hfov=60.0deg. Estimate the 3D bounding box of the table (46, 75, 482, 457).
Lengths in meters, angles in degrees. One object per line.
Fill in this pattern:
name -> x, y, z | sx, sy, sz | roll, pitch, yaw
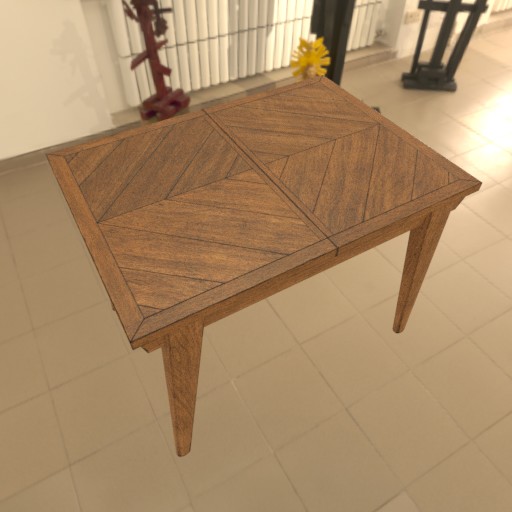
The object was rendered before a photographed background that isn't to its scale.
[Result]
table -> 0.000, 0.000, 1.566 | 1.027, 0.760, 0.757 | -23, 52, -20
